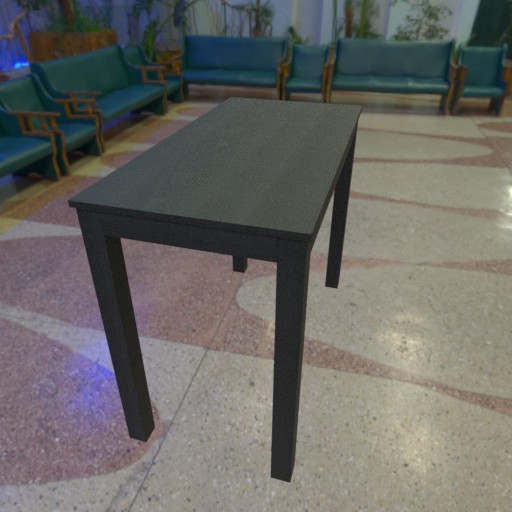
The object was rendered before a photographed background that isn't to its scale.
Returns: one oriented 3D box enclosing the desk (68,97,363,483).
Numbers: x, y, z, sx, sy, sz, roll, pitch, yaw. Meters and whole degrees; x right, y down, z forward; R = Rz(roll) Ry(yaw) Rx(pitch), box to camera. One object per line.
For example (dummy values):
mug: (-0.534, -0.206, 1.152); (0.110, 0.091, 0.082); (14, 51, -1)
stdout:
desk: (0.000, 0.000, 1.439); (0.499, 0.762, 0.991); (9, 33, 14)
